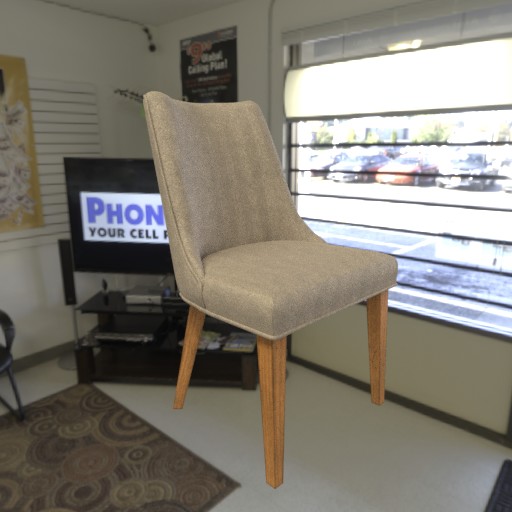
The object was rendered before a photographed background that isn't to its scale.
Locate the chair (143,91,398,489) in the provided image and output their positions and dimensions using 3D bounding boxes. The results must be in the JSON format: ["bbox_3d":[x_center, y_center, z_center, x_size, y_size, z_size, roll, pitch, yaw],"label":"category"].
[{"bbox_3d":[0.000,0.000,1.300,0.636,0.916,0.548,13,19,43],"label":"chair"}]
